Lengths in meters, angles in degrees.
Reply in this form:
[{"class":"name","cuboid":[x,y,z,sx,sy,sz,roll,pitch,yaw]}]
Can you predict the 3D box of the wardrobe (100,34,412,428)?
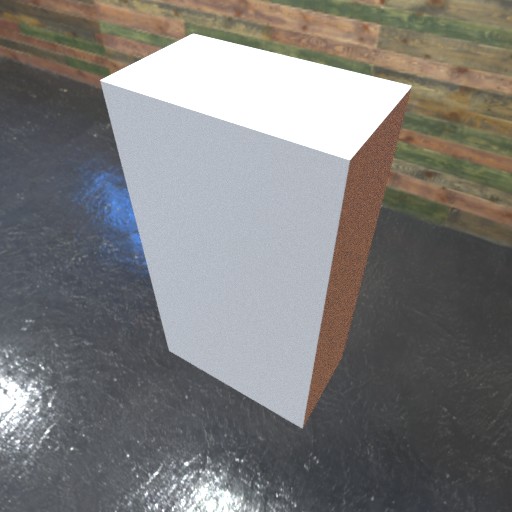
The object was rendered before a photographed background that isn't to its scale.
[{"class":"wardrobe","cuboid":[0.000,0.000,2.261,0.991,1.808,0.577,24,50,22]}]
